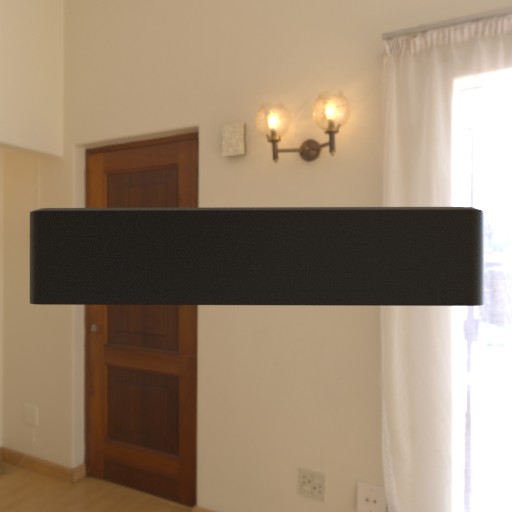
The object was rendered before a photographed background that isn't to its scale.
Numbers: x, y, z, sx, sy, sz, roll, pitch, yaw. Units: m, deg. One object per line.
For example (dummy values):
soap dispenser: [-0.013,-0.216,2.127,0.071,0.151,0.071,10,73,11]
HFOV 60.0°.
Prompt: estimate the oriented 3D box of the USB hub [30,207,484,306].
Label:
USB hub: [0.000,0.000,0.125,0.110,0.023,0.044,0,0,2]
